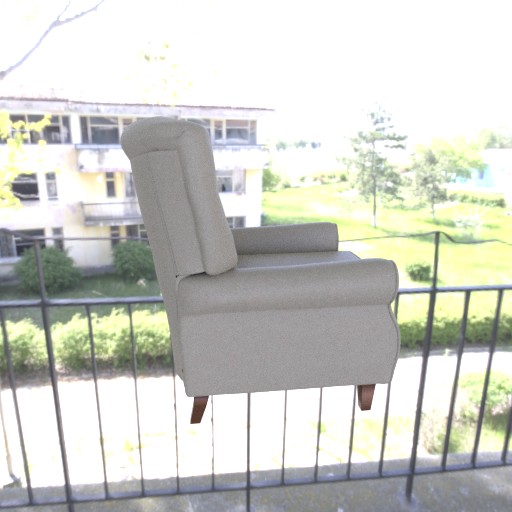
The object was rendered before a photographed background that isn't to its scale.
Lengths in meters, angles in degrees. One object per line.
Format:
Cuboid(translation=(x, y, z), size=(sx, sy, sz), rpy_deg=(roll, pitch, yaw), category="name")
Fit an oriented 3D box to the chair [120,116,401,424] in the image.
Cuboid(translation=(0.000, 0.000, 1.942), size=(1.059, 1.158, 0.943), rpy_deg=(-2, 15, -7), category="chair")
